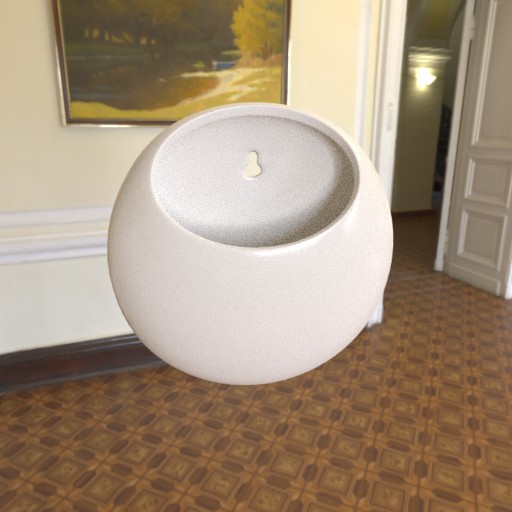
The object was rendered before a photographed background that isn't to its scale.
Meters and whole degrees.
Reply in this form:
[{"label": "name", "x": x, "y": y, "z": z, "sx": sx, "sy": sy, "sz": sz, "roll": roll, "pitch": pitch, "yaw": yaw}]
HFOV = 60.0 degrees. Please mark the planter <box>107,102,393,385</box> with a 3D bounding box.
[{"label": "planter", "x": 0.000, "y": 0.000, "z": 0.286, "sx": 0.185, "sy": 0.188, "sz": 0.043, "roll": -2, "pitch": 17, "yaw": -8}]
